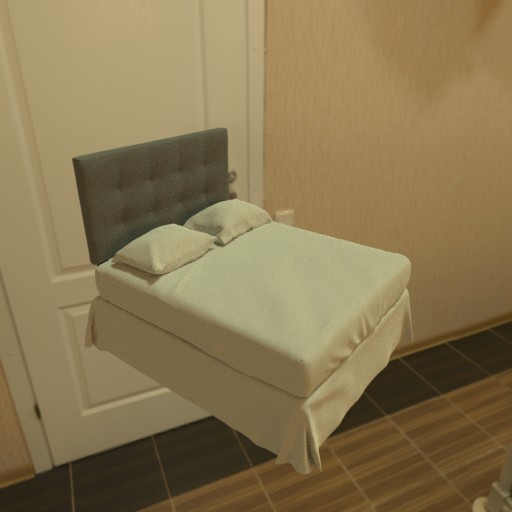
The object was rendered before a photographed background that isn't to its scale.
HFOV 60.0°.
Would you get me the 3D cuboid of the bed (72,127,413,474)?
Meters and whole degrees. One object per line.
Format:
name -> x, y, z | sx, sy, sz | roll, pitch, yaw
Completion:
bed -> 0.000, 0.000, 3.491 | 2.222, 1.577, 1.936 | 18, 31, 33
